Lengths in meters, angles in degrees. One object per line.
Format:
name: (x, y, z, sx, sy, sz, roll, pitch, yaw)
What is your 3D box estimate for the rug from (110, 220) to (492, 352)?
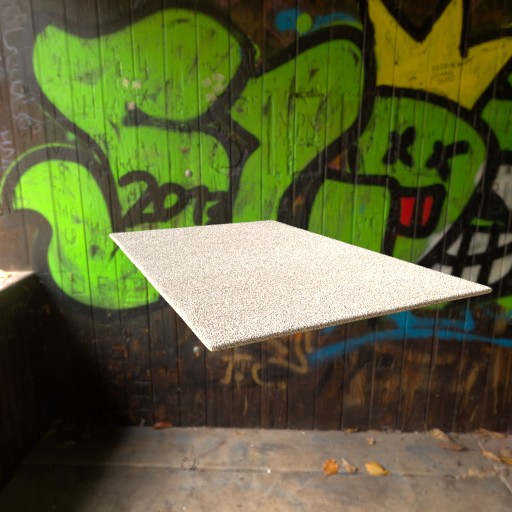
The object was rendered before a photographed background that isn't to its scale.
rug: (0.000, 0.000, 3.426, 1.778, 0.030, 2.743, -7, 16, -25)
